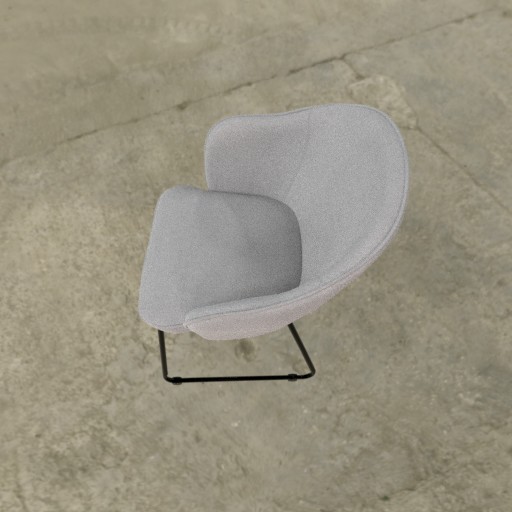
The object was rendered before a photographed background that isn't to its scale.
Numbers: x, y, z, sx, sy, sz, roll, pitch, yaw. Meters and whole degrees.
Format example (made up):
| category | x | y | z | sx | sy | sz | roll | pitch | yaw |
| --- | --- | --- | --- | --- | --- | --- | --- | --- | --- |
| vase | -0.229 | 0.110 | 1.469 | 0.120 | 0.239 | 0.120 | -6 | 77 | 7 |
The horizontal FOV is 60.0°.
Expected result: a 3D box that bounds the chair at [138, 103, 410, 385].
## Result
| category | x | y | z | sx | sy | sz | roll | pitch | yaw |
| --- | --- | --- | --- | --- | --- | --- | --- | --- | --- |
| chair | 0.000 | 0.000 | 1.206 | 0.592 | 0.817 | 0.570 | 1 | 59 | 1 |
